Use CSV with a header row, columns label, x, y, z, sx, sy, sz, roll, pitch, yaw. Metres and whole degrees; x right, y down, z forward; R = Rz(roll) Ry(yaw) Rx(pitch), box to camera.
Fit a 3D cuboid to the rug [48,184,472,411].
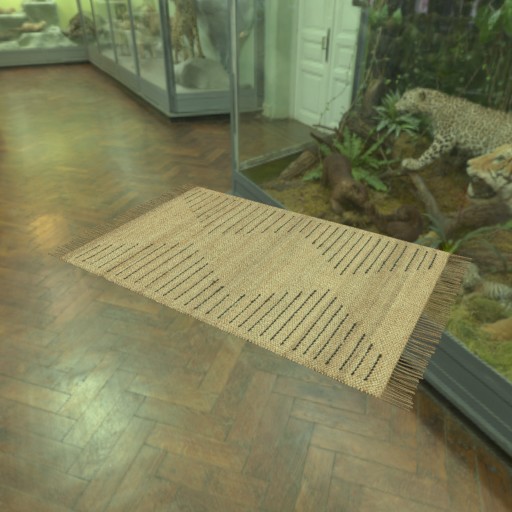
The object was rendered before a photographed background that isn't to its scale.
label,x,y,z,sx,sy,sz,roll,pitch,yaw
rug,0.000,0.000,2.489,2.085,0.027,1.224,18,36,27
